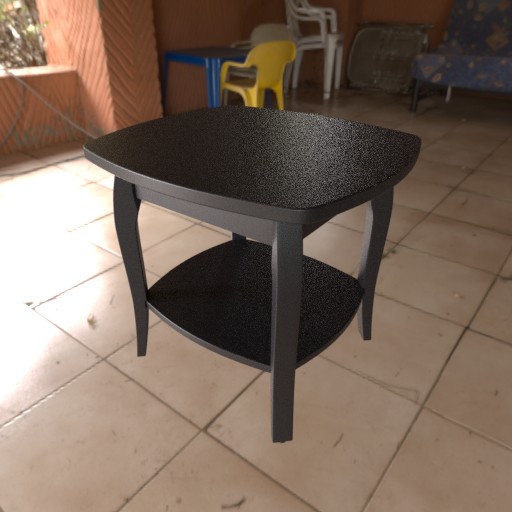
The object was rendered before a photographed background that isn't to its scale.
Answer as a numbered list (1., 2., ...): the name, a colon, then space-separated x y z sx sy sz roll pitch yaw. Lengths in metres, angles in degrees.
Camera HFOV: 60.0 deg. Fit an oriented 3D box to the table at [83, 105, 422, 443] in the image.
1. table: 0.000 0.000 0.871 0.508 0.457 0.457 21 36 31
